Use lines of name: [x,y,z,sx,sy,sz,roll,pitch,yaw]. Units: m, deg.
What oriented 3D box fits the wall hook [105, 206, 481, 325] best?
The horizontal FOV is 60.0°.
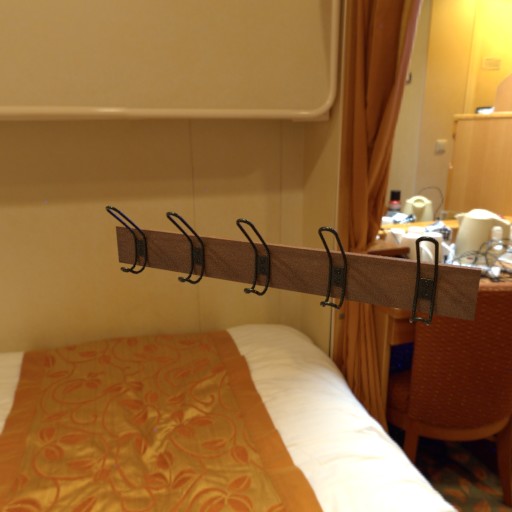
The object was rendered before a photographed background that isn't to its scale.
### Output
wall hook: [0.000,0.000,0.609,0.554,0.116,0.076,8,18,25]
